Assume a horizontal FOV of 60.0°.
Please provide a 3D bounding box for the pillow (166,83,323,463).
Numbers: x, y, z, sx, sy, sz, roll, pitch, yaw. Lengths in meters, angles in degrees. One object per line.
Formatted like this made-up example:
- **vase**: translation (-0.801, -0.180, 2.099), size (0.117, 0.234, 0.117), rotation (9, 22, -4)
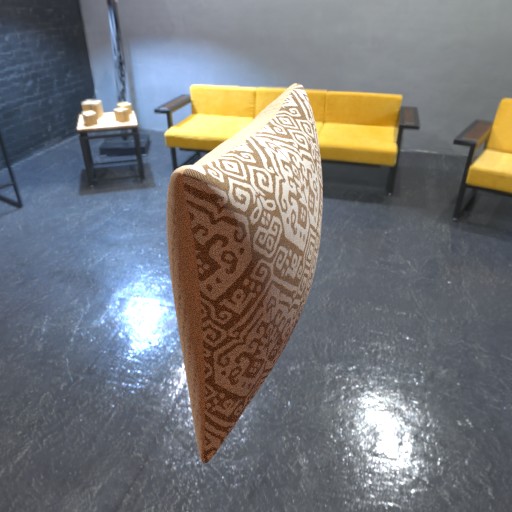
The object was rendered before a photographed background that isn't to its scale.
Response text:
- **pillow**: translation (0.000, 0.000, 0.647), size (0.173, 0.407, 0.419), rotation (10, 33, 16)
